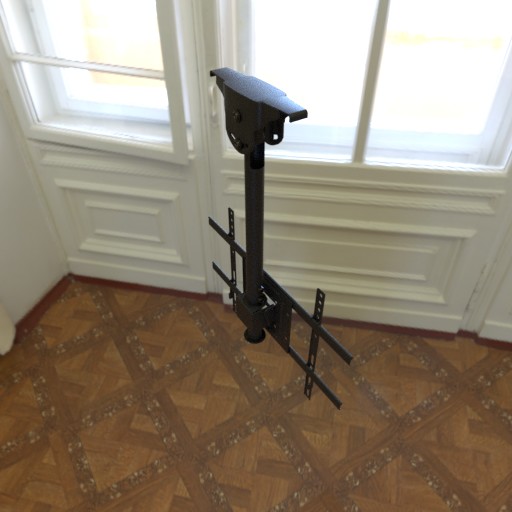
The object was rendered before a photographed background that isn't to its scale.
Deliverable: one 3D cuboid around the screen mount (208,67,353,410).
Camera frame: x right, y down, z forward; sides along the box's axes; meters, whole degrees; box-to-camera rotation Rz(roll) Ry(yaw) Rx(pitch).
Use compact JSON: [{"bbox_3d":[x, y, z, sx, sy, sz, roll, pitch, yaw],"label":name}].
[{"bbox_3d":[0.000,0.000,1.027,0.090,0.775,0.595,-24,46,-25],"label":"screen mount"}]
